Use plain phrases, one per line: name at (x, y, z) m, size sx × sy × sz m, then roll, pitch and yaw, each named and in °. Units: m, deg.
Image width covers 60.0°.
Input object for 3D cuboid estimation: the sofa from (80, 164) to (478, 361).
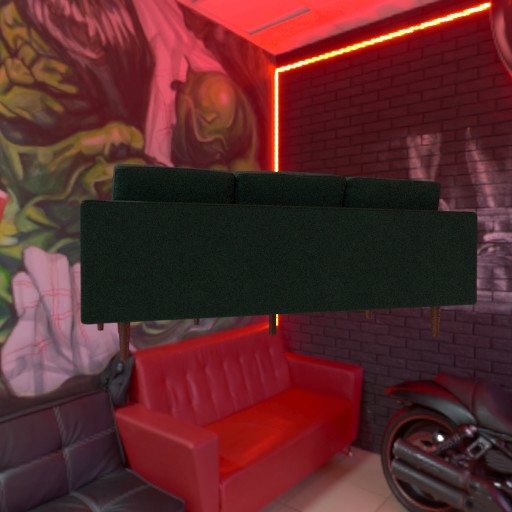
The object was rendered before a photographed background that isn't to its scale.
sofa at (0.000, 0.000, 2.842) m, size 2.030 × 0.899 × 1.580 m, roll 0°, pitch 1°, yaw -18°
